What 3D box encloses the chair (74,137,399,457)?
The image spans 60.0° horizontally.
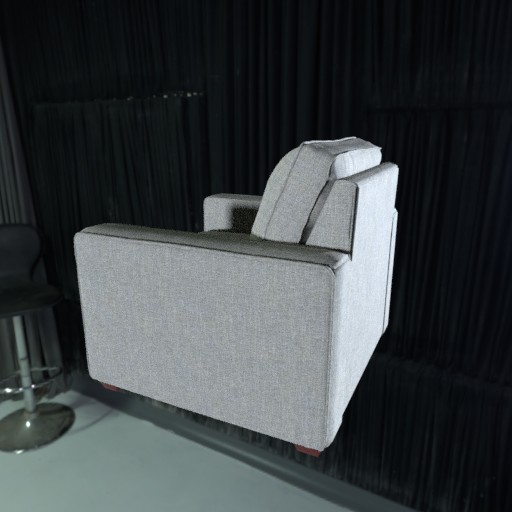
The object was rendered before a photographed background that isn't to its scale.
[{"bbox_3d":[0.000,0.000,1.768,0.940,0.914,1.016,8,18,25],"label":"chair"}]
